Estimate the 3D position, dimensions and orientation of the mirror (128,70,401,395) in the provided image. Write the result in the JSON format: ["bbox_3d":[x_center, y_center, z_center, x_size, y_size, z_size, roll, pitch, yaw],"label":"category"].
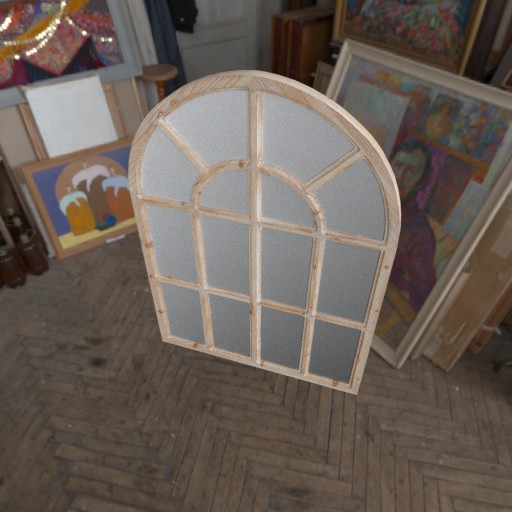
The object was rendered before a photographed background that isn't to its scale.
[{"bbox_3d":[0.000,0.000,1.142,0.660,0.920,0.032,12,42,14],"label":"mirror"}]
